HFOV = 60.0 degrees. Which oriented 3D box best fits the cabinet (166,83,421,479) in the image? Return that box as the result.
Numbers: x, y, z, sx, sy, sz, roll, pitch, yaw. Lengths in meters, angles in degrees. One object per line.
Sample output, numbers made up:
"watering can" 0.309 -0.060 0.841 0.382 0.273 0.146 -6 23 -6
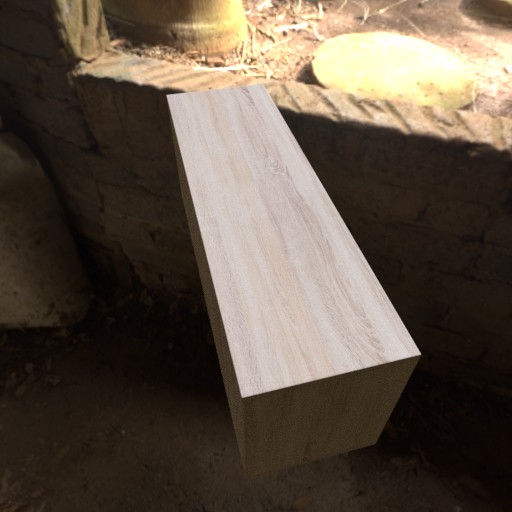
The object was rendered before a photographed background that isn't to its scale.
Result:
"cabinet" 0.000 0.000 1.988 0.500 0.780 1.650 -11 48 -10
